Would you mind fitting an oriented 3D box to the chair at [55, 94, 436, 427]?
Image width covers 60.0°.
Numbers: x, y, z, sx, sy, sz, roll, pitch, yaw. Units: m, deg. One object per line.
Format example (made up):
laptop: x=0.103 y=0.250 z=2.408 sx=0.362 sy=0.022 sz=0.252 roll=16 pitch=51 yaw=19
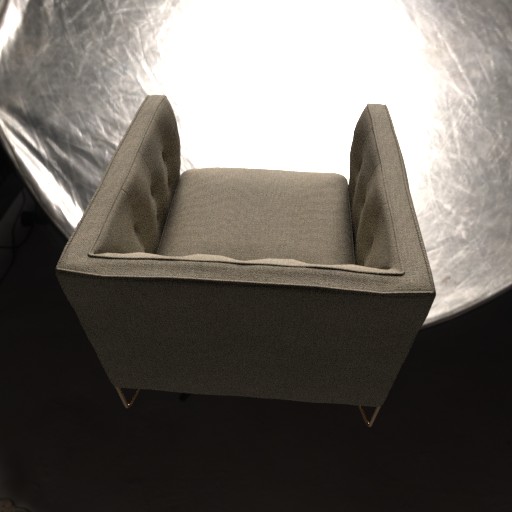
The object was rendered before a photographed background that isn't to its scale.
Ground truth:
chair: x=0.000 y=0.000 z=1.605 sx=0.920 sy=0.799 sz=0.912 roll=3 pitch=47 yaw=3
